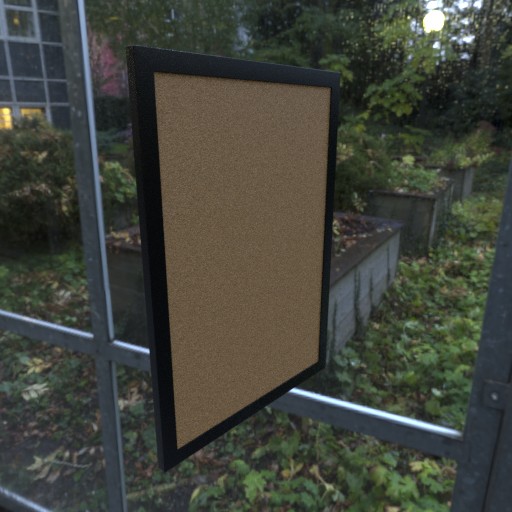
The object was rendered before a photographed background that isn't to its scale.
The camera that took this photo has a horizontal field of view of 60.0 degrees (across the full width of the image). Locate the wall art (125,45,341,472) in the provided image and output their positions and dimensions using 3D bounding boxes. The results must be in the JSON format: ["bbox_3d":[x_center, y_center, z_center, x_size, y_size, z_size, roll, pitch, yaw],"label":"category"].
[{"bbox_3d":[0.000,0.000,0.814,0.019,0.656,0.462,16,23,41],"label":"wall art"}]
